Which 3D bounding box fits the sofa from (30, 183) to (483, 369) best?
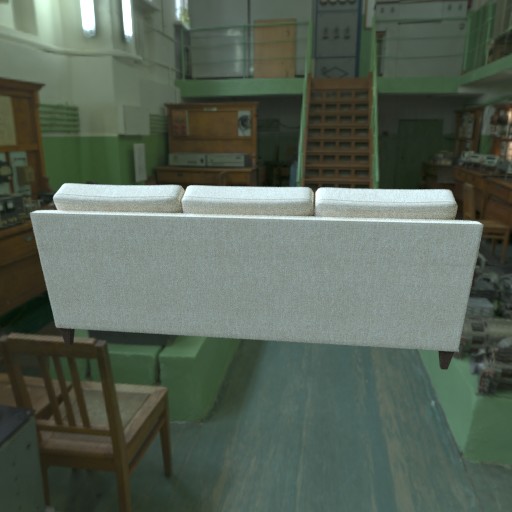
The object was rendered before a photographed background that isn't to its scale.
[{"bbox_3d":[0.000,0.000,2.719,2.210,0.940,1.041,2,16,7],"label":"sofa"}]
